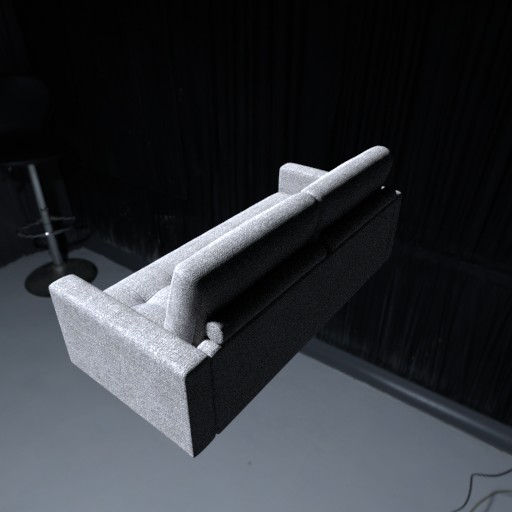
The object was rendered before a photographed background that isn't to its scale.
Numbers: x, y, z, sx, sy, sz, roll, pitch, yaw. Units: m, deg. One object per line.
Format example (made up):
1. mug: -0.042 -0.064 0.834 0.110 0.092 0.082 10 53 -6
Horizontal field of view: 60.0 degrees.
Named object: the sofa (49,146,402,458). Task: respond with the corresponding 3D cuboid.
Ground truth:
1. sofa: 0.000 0.000 2.342 0.863 0.902 1.821 23 39 31
